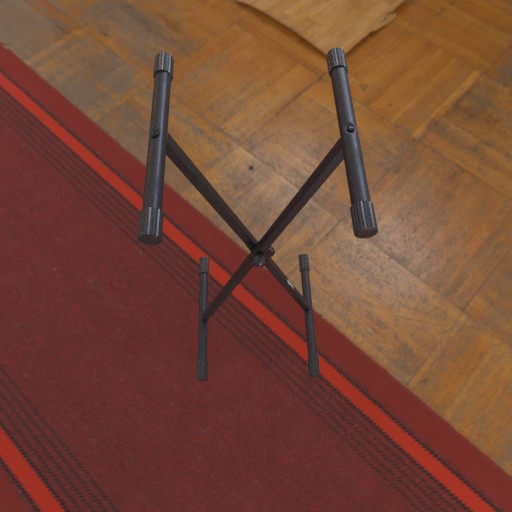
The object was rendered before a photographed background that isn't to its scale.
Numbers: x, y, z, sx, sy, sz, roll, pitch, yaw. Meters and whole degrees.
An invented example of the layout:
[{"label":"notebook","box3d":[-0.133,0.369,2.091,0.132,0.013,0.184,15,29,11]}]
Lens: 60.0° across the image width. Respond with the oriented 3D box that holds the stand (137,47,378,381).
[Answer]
[{"label":"stand","box3d":[0.000,0.000,1.162,0.409,0.940,0.449,-2,63,-1]}]
